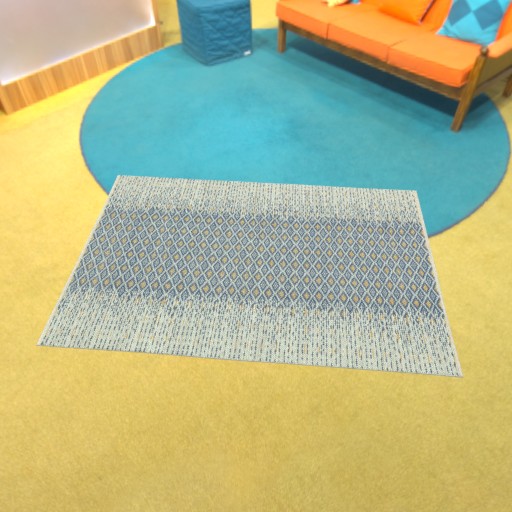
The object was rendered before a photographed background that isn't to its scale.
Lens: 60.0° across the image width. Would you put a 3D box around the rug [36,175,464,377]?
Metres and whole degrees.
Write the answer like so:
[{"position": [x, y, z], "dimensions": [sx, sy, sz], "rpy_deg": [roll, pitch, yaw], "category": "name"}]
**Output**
[{"position": [0.000, 0.000, 2.298], "dimensions": [1.828, 0.005, 1.219], "rpy_deg": [4, 47, 3], "category": "rug"}]
